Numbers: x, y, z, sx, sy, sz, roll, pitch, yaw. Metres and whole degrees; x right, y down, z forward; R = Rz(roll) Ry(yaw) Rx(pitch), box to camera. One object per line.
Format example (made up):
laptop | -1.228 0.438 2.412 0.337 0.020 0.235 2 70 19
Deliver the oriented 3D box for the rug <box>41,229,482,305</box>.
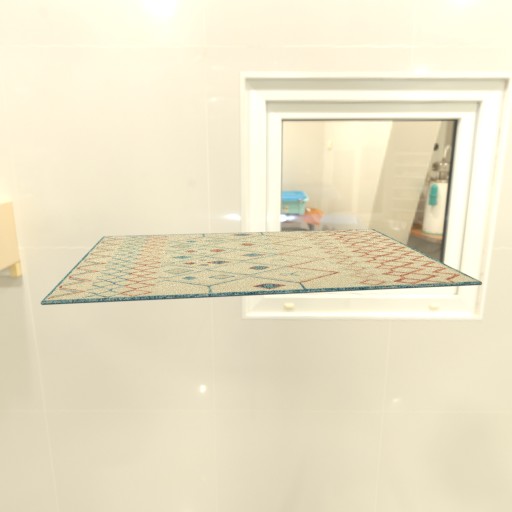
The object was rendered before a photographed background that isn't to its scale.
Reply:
rug | 0.000 0.000 2.395 1.829 0.016 1.219 -2 15 -7
